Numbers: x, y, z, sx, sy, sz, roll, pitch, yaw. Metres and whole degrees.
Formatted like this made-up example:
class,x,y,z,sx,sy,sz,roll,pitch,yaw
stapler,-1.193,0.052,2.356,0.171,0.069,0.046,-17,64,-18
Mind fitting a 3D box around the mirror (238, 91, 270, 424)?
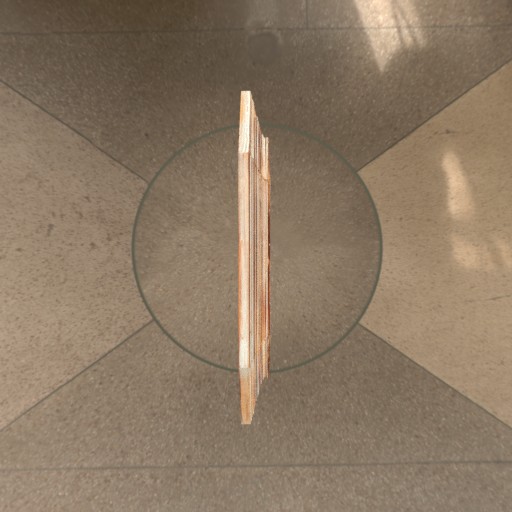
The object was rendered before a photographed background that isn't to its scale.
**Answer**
class,x,y,z,sx,sy,sz,roll,pitch,yaw
mirror,0.000,0.000,1.301,0.061,1.015,0.709,0,91,0
